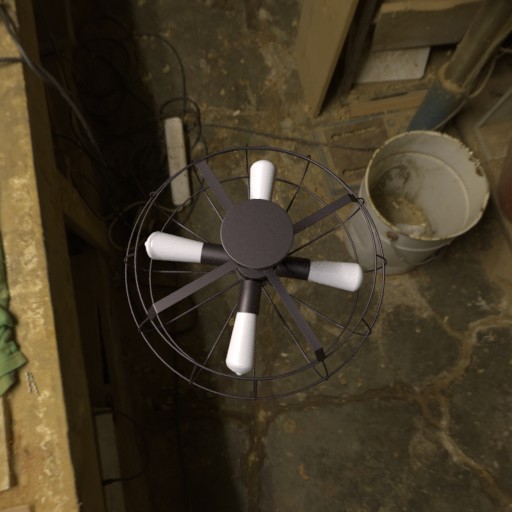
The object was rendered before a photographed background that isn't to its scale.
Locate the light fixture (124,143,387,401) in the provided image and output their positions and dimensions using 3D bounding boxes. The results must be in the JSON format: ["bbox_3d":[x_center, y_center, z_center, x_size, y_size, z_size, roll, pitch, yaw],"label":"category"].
[{"bbox_3d":[0.000,0.000,0.938,0.582,0.311,0.582,0,74,0],"label":"light fixture"}]
